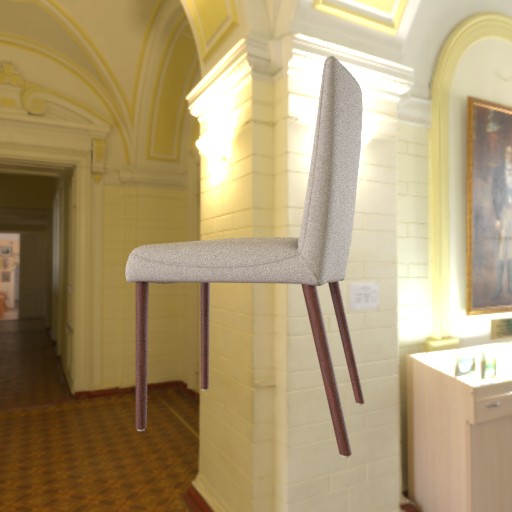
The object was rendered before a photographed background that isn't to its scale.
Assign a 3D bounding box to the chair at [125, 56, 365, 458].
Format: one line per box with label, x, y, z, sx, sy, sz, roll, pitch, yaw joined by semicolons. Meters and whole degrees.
chair;0.000;0.000;1.204;0.570;0.859;0.456;0;-2;18
